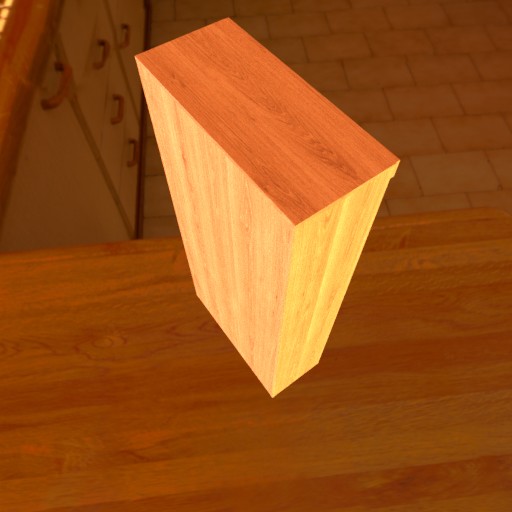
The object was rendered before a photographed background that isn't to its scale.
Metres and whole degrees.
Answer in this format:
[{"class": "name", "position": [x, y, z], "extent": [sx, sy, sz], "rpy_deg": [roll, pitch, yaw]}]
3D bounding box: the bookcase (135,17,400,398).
[{"class": "bookcase", "position": [0.000, 0.000, 2.375], "extent": [0.420, 2.020, 0.950], "rpy_deg": [-32, 64, -18]}]
